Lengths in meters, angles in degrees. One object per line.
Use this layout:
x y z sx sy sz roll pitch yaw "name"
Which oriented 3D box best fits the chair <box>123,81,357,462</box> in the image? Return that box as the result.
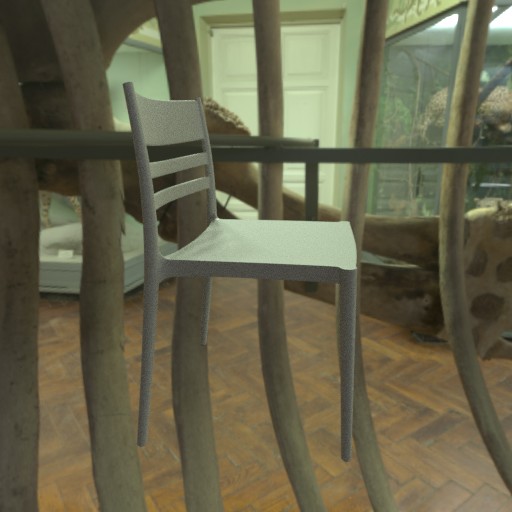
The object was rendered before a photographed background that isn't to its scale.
0.000 0.000 1.137 0.511 0.800 0.531 3 16 9 "chair"
